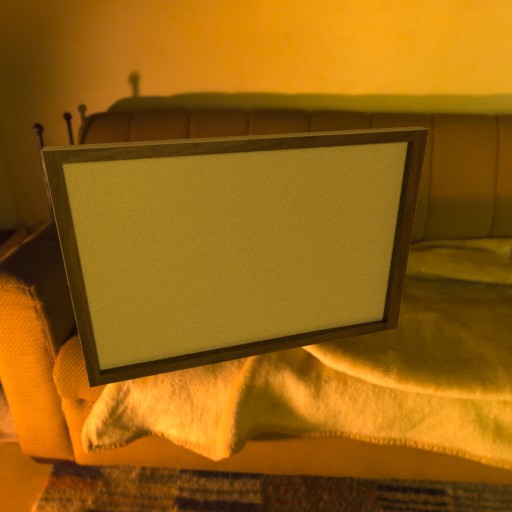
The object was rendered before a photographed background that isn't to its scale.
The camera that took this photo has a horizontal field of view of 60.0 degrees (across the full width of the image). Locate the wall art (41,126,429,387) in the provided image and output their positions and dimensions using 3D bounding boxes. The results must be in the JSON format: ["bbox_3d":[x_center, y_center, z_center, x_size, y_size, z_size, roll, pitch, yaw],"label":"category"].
[{"bbox_3d":[0.000,0.000,1.442,1.138,0.761,0.051,-7,26,-15],"label":"wall art"}]
